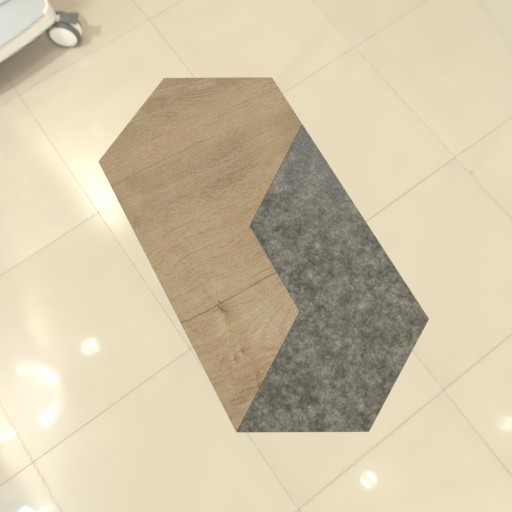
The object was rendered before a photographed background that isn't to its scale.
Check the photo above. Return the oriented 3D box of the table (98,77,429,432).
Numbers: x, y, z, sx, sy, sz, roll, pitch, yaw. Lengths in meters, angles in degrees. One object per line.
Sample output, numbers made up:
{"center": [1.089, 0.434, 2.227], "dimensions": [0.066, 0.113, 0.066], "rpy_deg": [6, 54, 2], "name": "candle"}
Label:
{"center": [0.000, 0.000, 1.512], "dimensions": [0.609, 0.457, 1.219], "rpy_deg": [-28, 77, -7], "name": "table"}
